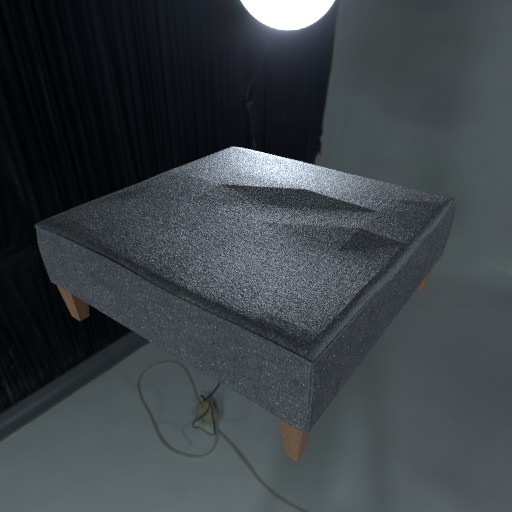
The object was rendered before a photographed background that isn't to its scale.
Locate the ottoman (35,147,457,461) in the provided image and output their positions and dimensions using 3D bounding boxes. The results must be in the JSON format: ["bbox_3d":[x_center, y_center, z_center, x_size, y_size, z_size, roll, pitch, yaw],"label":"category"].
[{"bbox_3d":[0.000,0.000,1.516,1.004,0.382,0.968,21,37,31],"label":"ottoman"}]
